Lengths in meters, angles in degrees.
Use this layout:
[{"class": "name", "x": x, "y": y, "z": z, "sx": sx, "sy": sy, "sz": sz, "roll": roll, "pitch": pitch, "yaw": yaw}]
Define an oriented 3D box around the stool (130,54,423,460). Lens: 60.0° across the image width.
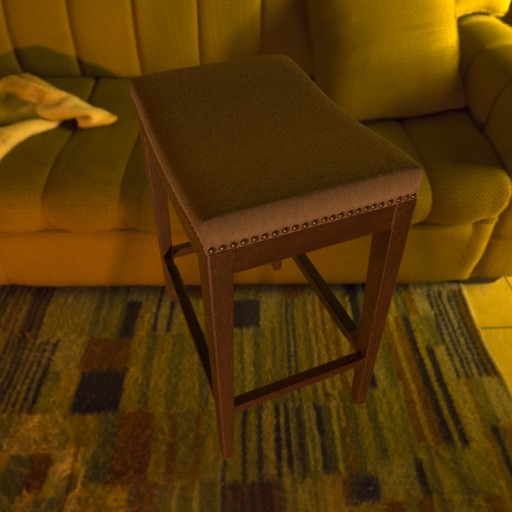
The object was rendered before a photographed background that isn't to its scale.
[{"class": "stool", "x": 0.000, "y": 0.000, "z": 0.951, "sx": 0.356, "sy": 0.660, "sz": 0.508, "roll": -16, "pitch": 46, "yaw": -16}]
